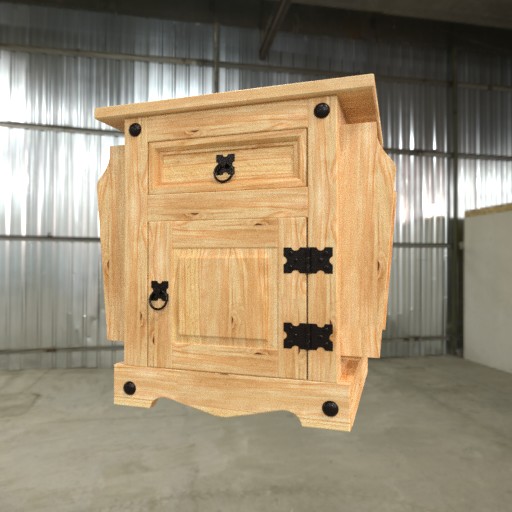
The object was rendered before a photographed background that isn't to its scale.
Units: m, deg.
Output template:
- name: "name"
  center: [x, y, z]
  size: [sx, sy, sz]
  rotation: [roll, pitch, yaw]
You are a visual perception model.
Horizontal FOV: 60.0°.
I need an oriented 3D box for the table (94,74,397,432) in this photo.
- name: "table"
  center: [0.000, 0.000, 0.876]
  size: [0.530, 0.515, 0.380]
  rotation: [0, 0, 18]
